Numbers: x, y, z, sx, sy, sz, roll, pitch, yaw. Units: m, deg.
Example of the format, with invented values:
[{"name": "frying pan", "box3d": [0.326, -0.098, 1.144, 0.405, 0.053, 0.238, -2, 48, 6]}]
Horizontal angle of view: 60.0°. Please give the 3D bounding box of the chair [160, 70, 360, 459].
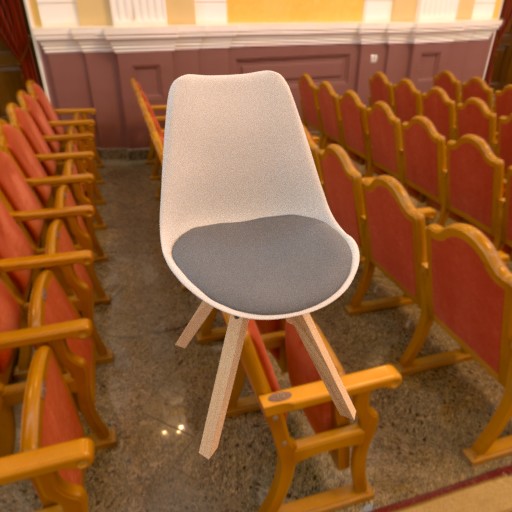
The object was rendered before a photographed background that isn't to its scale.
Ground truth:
[{"name": "chair", "box3d": [0.000, 0.000, 1.190, 0.485, 0.850, 0.550, -9, 32, -15]}]
